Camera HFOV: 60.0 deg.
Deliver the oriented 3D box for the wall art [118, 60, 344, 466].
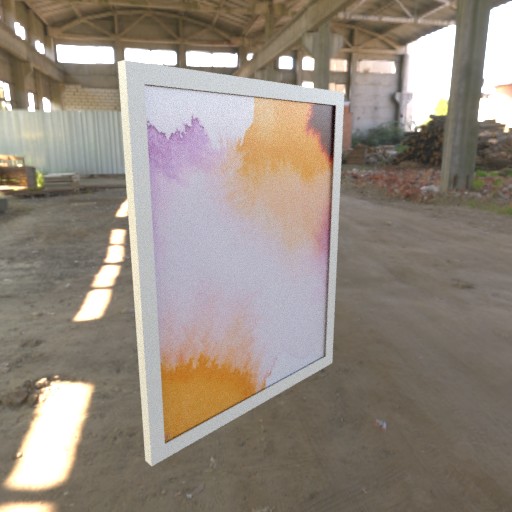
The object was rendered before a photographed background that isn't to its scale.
[{"bbox_3d":[0.000,0.000,1.092,0.026,0.811,0.661,13,19,43],"label":"wall art"}]
